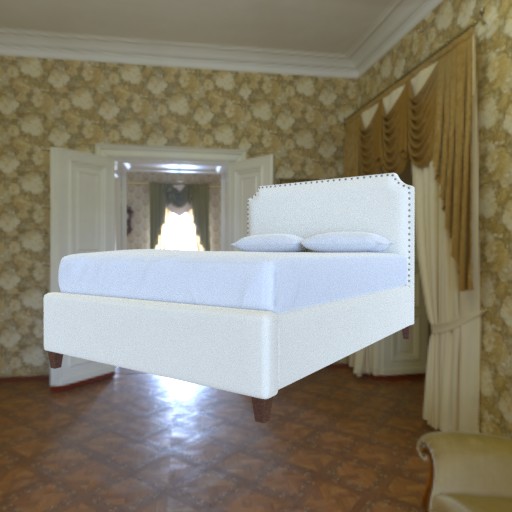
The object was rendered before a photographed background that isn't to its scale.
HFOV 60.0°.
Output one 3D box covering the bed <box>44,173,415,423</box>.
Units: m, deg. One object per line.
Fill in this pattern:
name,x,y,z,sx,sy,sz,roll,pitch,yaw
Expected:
bed,0.000,0.000,3.291,1.703,1.415,2.329,0,1,34
